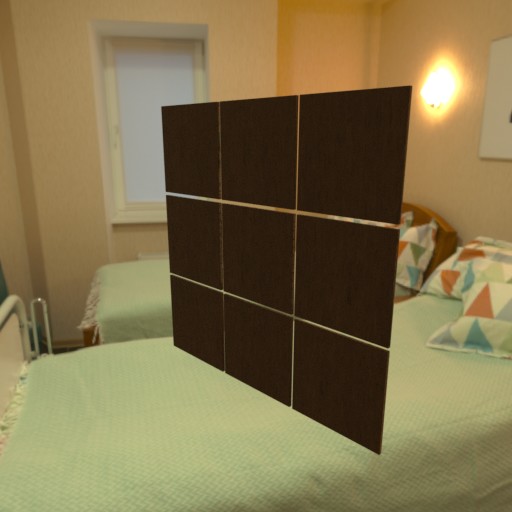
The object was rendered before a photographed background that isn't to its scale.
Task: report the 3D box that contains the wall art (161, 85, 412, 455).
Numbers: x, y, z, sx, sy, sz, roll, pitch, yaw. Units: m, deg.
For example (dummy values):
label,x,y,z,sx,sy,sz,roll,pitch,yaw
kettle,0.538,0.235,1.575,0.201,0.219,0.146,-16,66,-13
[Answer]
label,x,y,z,sx,sy,sz,roll,pitch,yaw
wall art,0.000,0.000,1.806,1.215,1.213,0.013,14,20,42
